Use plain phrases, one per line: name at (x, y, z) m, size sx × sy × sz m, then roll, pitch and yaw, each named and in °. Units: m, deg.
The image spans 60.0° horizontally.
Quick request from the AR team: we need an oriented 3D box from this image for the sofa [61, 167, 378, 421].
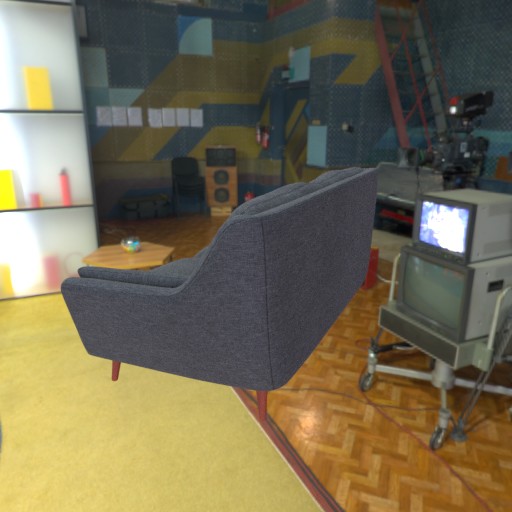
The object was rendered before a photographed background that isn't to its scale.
sofa at (0.000, 0.000, 2.465) m, size 0.975 × 0.896 × 1.929 m, roll 8°, pitch 18°, yaw 25°
